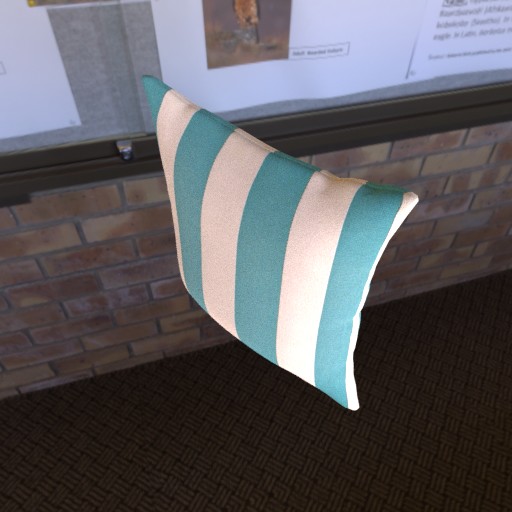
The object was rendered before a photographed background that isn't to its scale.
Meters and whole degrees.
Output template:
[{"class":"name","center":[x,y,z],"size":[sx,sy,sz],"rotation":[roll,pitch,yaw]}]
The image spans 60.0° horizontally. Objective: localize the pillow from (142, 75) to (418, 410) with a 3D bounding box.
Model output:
[{"class":"pillow","center":[0.000,0.000,0.822],"size":[0.536,0.526,0.189],"rotation":[32,53,28]}]
